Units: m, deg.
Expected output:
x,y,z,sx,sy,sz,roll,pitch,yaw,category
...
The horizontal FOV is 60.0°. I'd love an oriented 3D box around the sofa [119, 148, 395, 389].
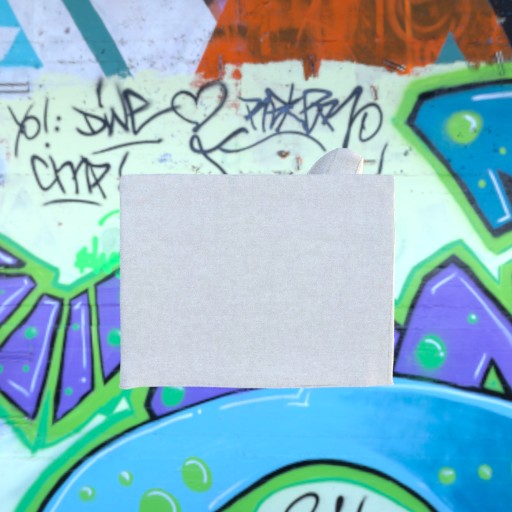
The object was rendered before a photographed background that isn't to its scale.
x,y,z,sx,sy,sz,roll,pitch,yaw,category
0.000,0.000,2.427,0.962,0.835,1.959,0,1,0,sofa
